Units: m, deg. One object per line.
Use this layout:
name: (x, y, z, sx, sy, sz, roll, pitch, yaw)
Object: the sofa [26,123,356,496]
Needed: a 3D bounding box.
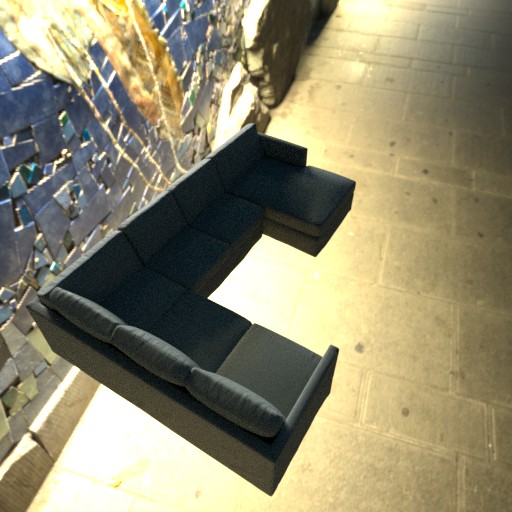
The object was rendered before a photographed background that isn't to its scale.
sofa: (0.000, 0.000, 4.460, 2.427, 0.882, 3.460, 24, 50, 22)
